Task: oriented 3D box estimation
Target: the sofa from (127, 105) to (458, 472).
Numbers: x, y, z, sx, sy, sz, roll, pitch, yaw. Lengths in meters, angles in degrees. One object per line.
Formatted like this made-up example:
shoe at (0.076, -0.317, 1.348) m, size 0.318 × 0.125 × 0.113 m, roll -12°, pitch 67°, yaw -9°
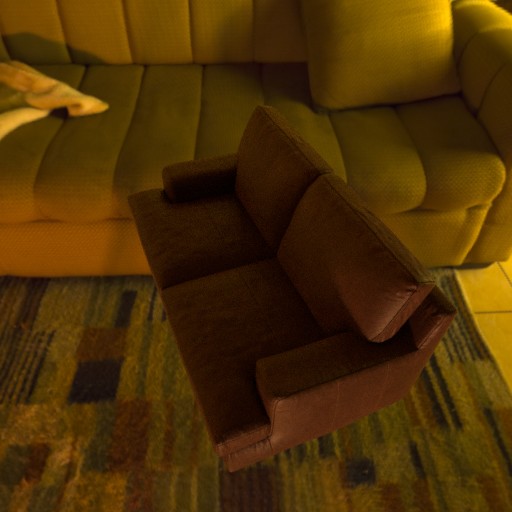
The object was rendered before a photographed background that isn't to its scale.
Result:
sofa at (0.000, 0.000, 2.513) m, size 1.143 × 0.939 × 1.880 m, roll -17°, pitch 48°, yaw -16°
